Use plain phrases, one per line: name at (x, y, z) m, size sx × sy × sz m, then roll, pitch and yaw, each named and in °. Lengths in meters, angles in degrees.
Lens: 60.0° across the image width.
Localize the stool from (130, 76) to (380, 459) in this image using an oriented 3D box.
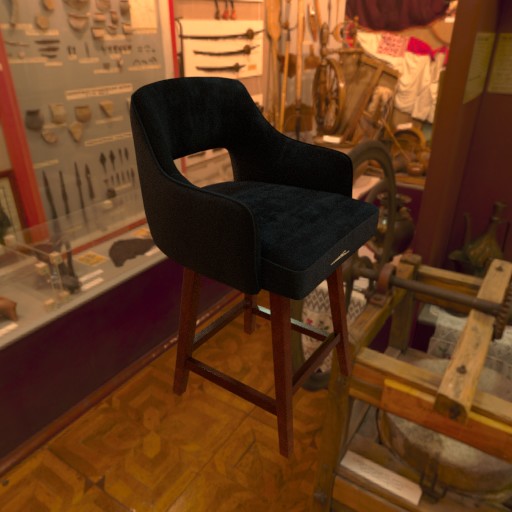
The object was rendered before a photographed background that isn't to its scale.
stool at (0.000, 0.000, 1.293) m, size 0.560 × 0.940 × 0.550 m, roll 18°, pitch 32°, yaw 31°
